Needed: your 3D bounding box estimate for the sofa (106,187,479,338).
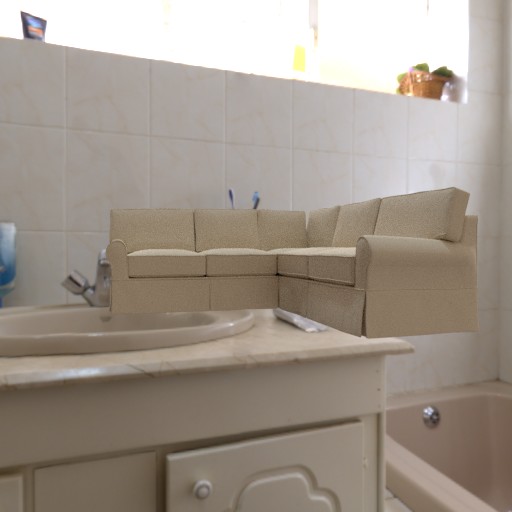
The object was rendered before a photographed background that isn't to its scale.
[{"bbox_3d":[0.000,0.000,4.001,2.591,1.070,2.597,0,1,-17],"label":"sofa"}]
